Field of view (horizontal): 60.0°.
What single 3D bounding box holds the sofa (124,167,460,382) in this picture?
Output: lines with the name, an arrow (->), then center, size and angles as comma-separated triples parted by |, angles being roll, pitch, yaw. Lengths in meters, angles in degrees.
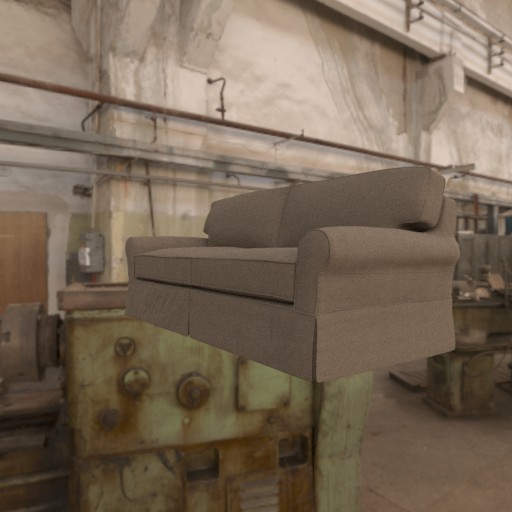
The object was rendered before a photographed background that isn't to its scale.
sofa -> 0.000, 0.000, 2.813 | 0.991, 0.943, 2.248 | -1, 2, -36
